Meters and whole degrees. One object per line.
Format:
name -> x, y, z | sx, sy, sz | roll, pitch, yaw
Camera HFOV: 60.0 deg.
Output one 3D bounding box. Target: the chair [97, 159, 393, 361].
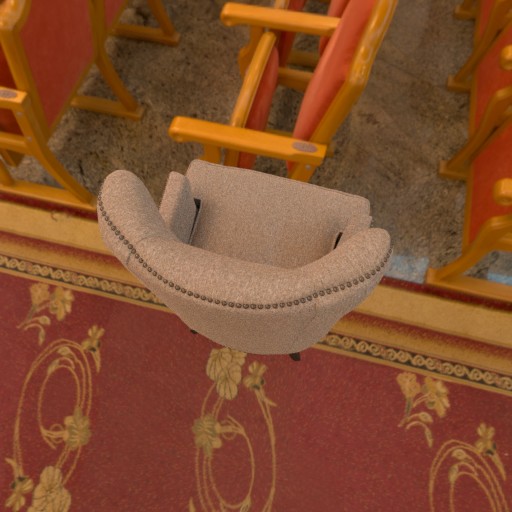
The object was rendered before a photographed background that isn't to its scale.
chair -> 0.000, 0.000, 1.591 | 0.759, 1.060, 0.758 | 14, 65, 6
